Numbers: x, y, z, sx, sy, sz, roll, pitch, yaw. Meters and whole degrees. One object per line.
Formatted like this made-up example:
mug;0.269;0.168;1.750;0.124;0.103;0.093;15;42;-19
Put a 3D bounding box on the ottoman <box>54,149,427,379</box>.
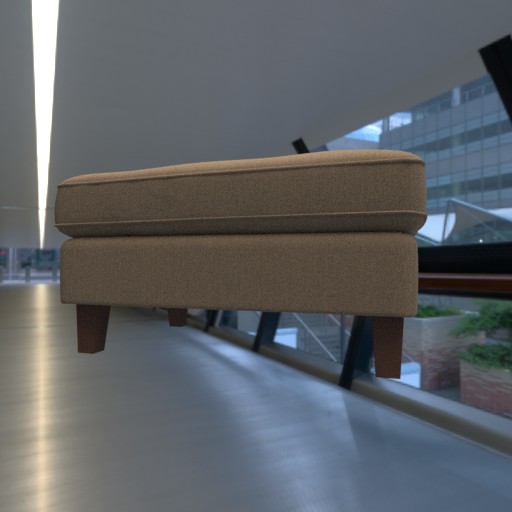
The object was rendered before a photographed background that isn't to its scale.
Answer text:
ottoman;0.000;0.000;1.315;0.945;0.521;0.636;0;0;19
